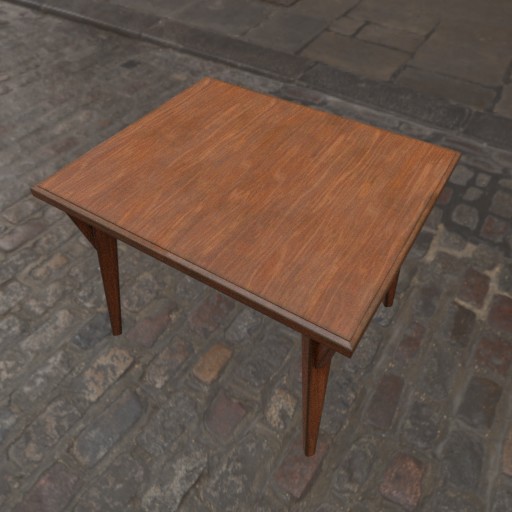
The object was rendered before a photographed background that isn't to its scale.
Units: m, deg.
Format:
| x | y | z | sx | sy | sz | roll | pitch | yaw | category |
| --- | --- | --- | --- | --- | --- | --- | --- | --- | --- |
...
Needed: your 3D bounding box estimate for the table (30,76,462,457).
| x | y | z | sx | sy | sz | roll | pitch | yaw | category |
| --- | --- | --- | --- | --- | --- | --- | --- | --- | --- |
| 0.000 | 0.000 | 1.591 | 0.991 | 0.761 | 0.838 | 25 | 51 | 22 | table |
